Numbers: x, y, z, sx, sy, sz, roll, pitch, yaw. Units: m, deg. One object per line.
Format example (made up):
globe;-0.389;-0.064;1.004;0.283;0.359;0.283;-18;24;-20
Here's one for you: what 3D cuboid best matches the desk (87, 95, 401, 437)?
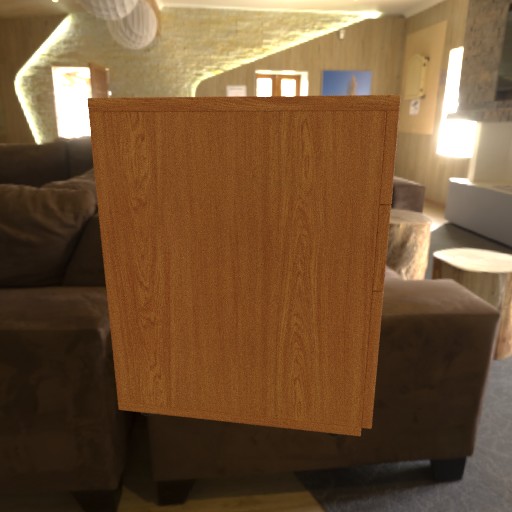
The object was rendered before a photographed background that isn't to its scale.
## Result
desk;0.000;0.000;1.108;0.600;0.730;0.404;3;17;9
